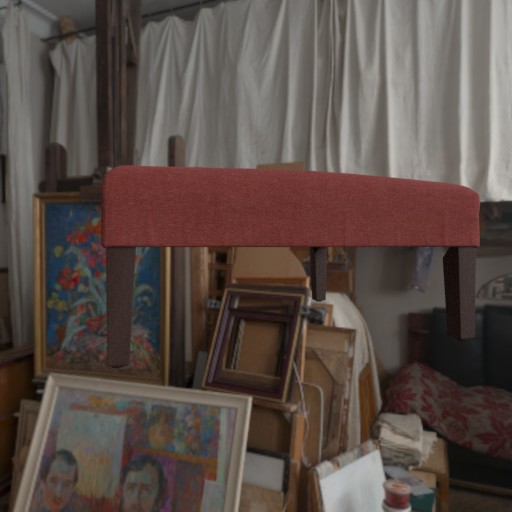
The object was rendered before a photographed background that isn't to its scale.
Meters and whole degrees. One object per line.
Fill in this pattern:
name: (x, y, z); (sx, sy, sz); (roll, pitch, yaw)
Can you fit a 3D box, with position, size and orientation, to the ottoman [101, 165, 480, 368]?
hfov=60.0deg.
ottoman: (0.000, 0.000, 1.382); (0.890, 0.411, 0.889); (0, 1, -18)
